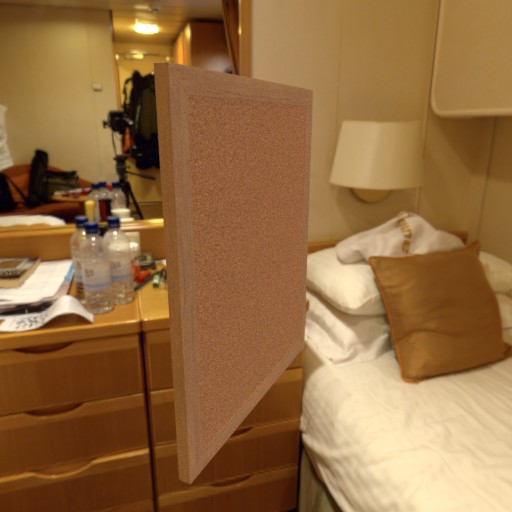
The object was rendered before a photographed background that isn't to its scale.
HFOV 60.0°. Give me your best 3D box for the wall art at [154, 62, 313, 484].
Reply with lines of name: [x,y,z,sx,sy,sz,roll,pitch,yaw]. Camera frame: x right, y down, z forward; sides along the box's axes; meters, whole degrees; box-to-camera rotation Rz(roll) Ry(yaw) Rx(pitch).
wall art: [0.000,0.000,0.758,0.020,0.561,0.460,8,18,26]
